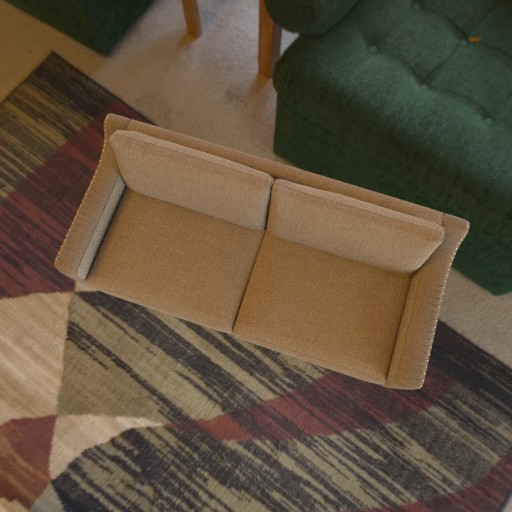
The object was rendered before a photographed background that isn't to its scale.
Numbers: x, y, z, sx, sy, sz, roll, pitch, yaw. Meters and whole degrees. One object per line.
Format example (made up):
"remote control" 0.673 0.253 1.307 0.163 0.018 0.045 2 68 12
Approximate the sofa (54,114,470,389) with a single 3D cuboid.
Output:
"sofa" 0.000 0.000 2.717 2.208 0.857 1.000 18 76 5
